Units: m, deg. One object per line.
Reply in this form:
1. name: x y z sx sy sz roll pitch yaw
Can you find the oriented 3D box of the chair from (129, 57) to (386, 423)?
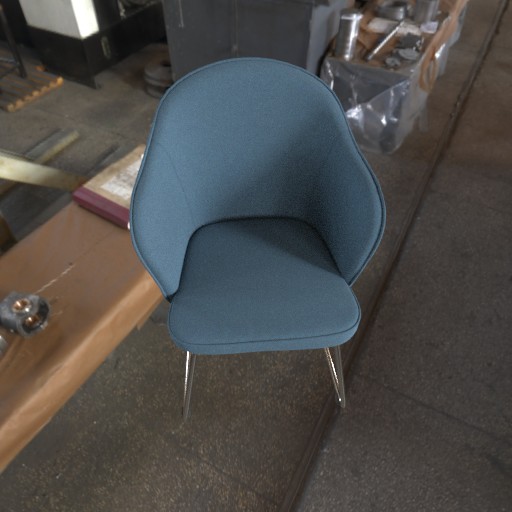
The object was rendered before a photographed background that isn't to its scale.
1. chair: 0.000 0.000 1.189 0.570 0.815 0.585 -4 47 -4
